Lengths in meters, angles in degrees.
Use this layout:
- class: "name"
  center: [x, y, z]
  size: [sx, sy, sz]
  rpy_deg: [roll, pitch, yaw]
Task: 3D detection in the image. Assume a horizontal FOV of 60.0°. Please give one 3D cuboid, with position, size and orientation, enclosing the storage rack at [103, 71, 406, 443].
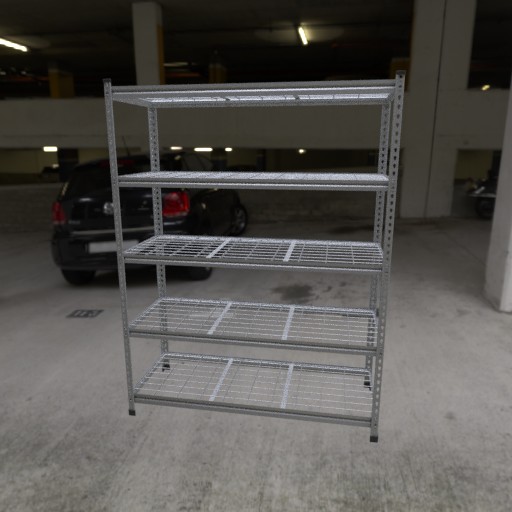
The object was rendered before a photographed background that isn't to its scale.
- class: "storage rack"
  center: [0.000, 0.000, 2.709]
  size: [1.524, 1.981, 0.610]
  rpy_deg: [2, 14, 10]
